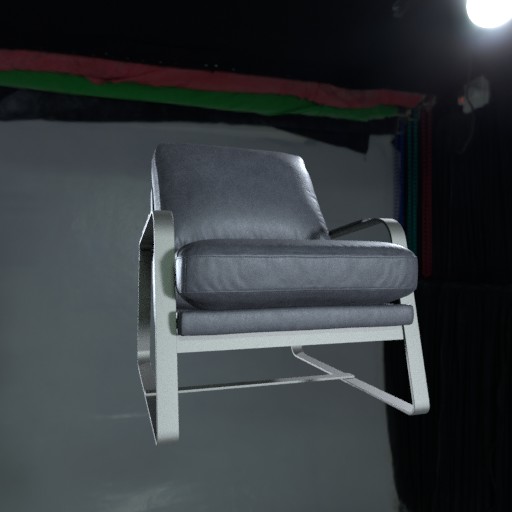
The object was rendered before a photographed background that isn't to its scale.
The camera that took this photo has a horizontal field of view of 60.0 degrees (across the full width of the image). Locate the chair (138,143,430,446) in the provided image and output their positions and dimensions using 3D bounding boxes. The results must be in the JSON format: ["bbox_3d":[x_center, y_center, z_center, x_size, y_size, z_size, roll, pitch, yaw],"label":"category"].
[{"bbox_3d":[0.000,0.000,1.425,0.692,0.839,0.878,0,-1,-18],"label":"chair"}]
